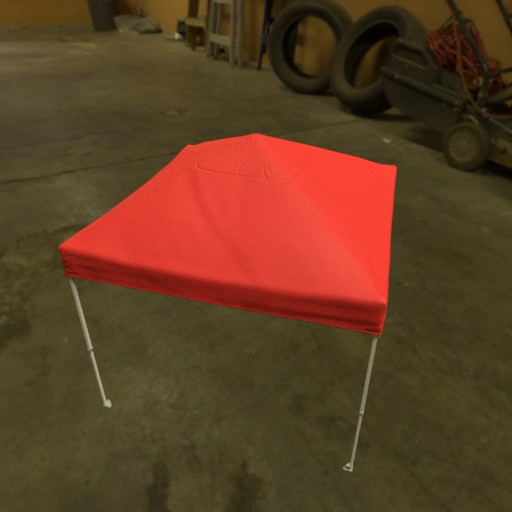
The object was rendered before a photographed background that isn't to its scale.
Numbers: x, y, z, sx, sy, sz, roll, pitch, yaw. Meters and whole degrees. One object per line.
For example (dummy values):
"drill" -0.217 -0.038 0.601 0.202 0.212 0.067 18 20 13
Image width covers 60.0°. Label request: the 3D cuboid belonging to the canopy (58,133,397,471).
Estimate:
"canopy" 0.000 0.000 5.368 2.996 2.997 2.998 9 34 14
